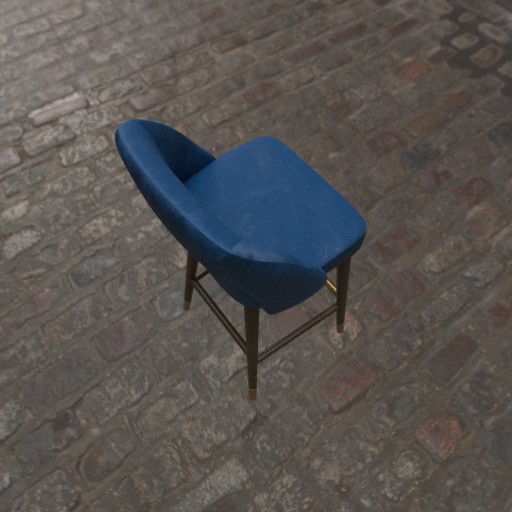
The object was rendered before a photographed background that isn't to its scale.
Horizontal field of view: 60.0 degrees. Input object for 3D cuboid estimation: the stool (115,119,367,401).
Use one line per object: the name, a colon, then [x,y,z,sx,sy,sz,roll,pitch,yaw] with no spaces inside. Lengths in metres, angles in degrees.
stool: [0.000,0.000,1.314,0.515,1.016,0.514,-33,64,-18]
